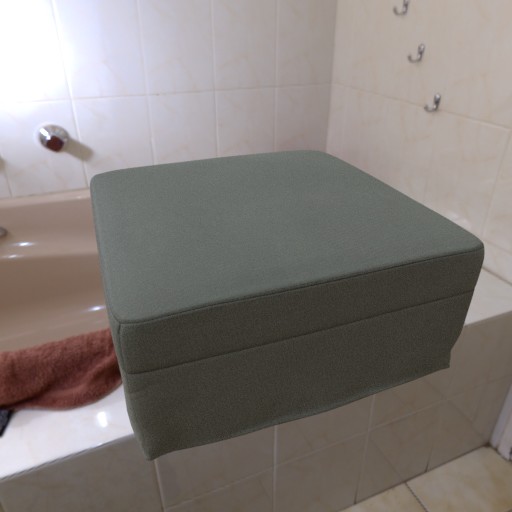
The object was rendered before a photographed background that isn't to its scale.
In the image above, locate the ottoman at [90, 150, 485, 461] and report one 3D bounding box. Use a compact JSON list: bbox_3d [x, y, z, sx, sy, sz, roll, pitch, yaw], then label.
[{"bbox_3d":[0.000,0.000,1.282,0.843,0.441,0.842,-10,31,-18],"label":"ottoman"}]
